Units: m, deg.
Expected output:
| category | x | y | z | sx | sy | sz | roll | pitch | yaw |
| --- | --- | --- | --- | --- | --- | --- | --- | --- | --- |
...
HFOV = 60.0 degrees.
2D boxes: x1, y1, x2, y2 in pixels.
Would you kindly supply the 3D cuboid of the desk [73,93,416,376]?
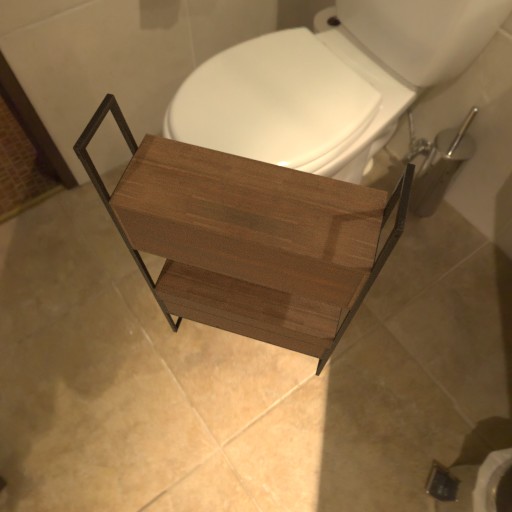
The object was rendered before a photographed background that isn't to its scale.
| category | x | y | z | sx | sy | sz | roll | pitch | yaw |
| --- | --- | --- | --- | --- | --- | --- | --- | --- | --- |
| desk | 0.000 | 0.000 | 2.159 | 0.982 | 1.809 | 0.515 | 15 | 64 | 8 |
